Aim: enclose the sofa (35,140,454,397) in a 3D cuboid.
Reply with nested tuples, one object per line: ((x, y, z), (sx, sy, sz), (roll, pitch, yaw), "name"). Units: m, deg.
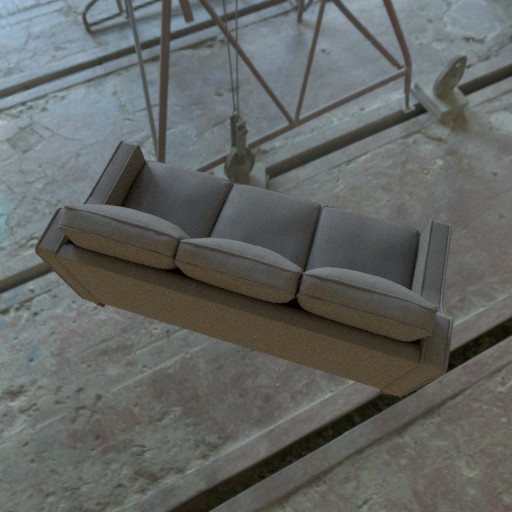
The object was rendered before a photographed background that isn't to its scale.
((0.000, 0.000, 2.513), (1.986, 0.974, 0.911), (16, 65, 8), "sofa")
